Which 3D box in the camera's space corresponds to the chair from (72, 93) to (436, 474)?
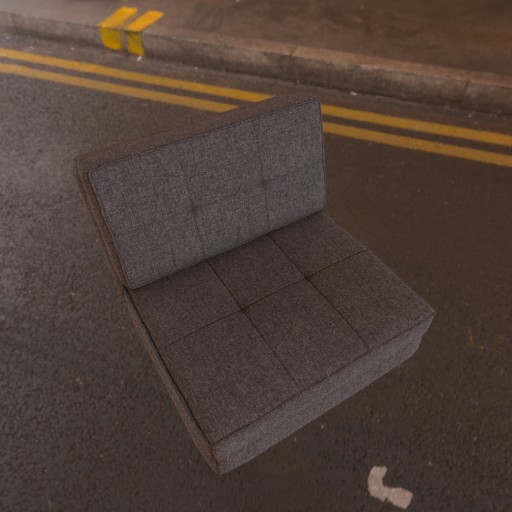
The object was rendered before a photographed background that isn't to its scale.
[{"bbox_3d":[0.000,0.000,1.286,0.740,0.615,0.800,-24,51,-21],"label":"chair"}]
